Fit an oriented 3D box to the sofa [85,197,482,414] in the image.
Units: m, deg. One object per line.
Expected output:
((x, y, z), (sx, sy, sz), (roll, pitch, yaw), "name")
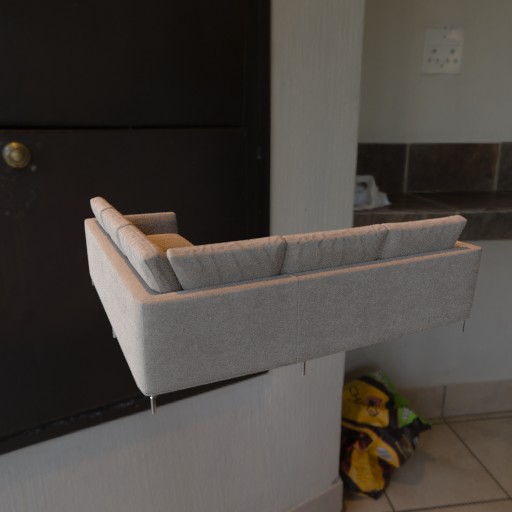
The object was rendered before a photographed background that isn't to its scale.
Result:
((0.000, 0.000, 3.686), (2.438, 0.864, 2.438), (-8, 17, -25), "sofa")
